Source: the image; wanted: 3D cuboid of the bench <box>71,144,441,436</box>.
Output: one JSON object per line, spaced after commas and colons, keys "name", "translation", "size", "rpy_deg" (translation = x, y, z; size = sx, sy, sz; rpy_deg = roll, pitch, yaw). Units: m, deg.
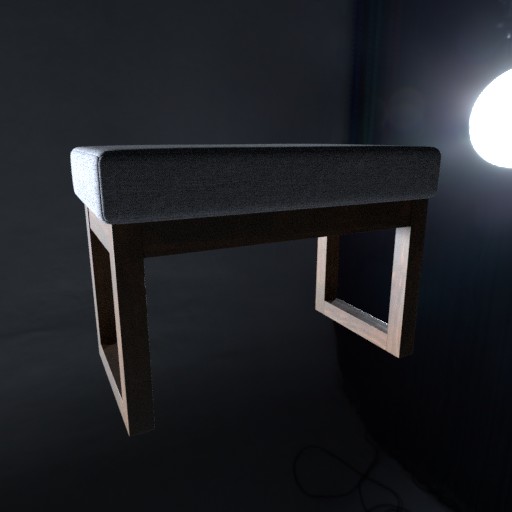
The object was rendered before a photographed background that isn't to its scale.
{"name": "bench", "translation": [0.000, 0.000, 0.963], "size": [0.681, 0.467, 0.366], "rpy_deg": [-7, 17, -26]}
